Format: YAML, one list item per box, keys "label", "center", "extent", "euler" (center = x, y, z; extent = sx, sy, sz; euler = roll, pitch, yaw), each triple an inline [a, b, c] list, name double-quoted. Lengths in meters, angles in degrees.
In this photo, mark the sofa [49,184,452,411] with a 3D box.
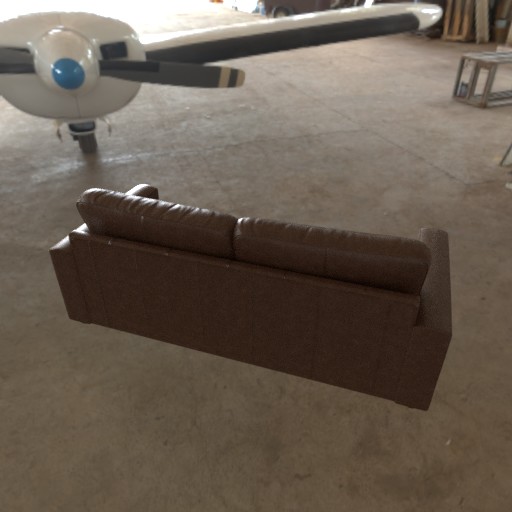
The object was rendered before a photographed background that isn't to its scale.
- label: "sofa"
  center: [0.000, 0.000, 2.706]
  extent: [2.179, 0.873, 1.016]
  euler: [11, 35, 16]
